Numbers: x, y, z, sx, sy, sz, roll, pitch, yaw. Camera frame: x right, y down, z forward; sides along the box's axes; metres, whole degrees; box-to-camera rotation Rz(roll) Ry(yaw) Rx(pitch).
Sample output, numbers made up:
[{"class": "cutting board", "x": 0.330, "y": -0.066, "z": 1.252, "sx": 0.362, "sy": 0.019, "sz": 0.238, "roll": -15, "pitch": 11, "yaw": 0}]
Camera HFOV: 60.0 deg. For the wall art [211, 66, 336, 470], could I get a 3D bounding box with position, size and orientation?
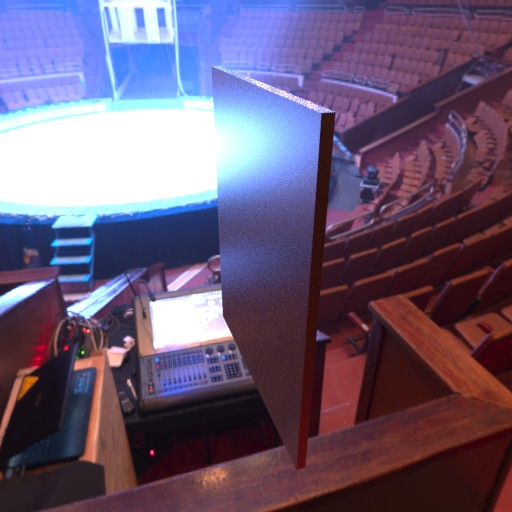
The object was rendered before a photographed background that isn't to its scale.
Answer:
[{"class": "wall art", "x": 0.000, "y": 0.000, "z": 1.423, "sx": 0.030, "sy": 1.046, "sz": 0.816, "roll": -10, "pitch": 31, "yaw": -17}]
